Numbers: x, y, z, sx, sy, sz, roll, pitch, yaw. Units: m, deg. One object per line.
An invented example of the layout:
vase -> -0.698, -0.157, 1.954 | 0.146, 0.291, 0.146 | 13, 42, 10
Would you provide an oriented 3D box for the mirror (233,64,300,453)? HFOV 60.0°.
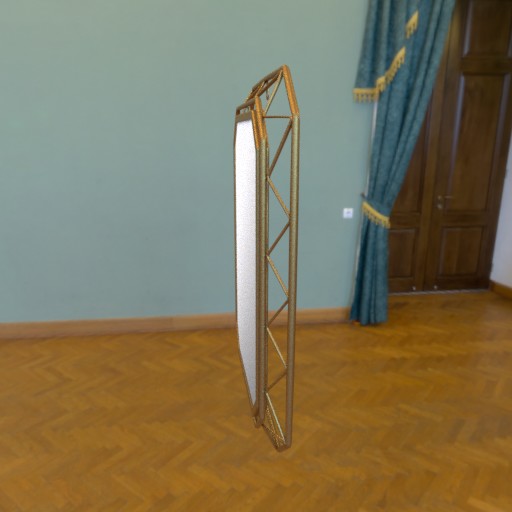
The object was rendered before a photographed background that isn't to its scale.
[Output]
mirror -> 0.000, 0.000, 0.745 | 0.042, 0.566, 0.417 | -2, 16, -8
